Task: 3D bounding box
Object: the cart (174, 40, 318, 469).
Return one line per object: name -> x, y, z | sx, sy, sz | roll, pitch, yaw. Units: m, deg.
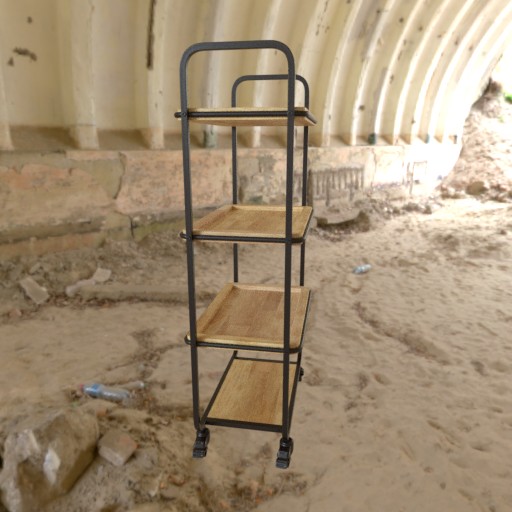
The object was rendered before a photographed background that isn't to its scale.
cart -> 0.000, 0.000, 1.326 | 0.321, 1.080, 0.545 | 3, 15, 10
